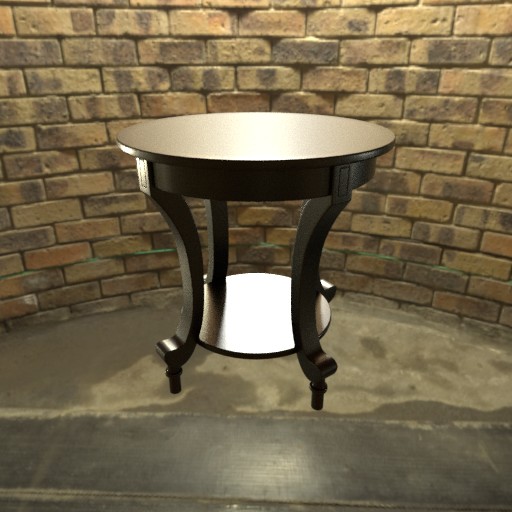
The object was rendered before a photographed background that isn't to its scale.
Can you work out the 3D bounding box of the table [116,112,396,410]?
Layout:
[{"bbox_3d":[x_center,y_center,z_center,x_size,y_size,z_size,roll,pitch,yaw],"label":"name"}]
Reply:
[{"bbox_3d":[0.000,0.000,1.113,0.597,0.618,0.597,0,25,0],"label":"table"}]
